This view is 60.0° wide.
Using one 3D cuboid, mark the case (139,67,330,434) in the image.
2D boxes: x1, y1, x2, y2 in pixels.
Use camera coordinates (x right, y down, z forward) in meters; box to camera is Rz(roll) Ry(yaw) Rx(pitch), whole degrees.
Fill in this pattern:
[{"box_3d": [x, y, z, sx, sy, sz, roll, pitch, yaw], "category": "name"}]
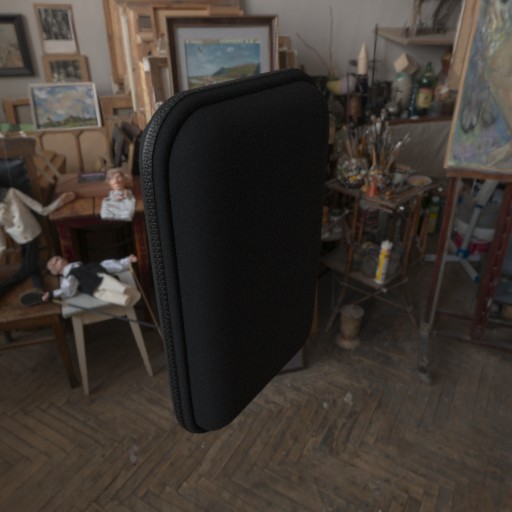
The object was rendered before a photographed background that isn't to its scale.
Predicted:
[{"box_3d": [0.000, 0.000, 0.193, 0.030, 0.147, 0.107, 21, 37, 31], "category": "case"}]
